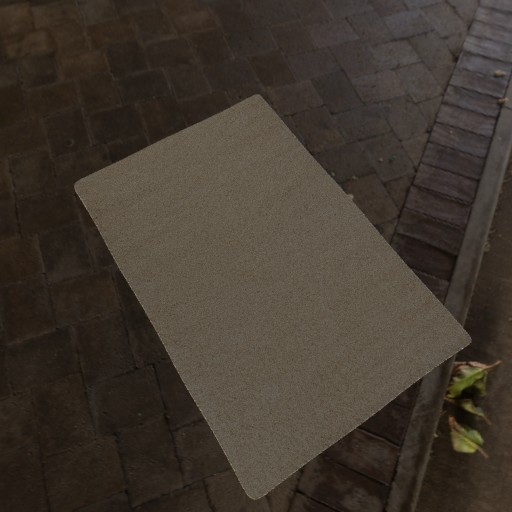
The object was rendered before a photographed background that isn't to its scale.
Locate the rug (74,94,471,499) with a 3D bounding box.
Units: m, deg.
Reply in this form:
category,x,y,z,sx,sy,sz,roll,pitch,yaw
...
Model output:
category,x,y,z,sx,sy,sz,roll,pitch,yaw
rug,0.000,0.000,3.310,1.798,0.025,2.698,-30,68,-13
